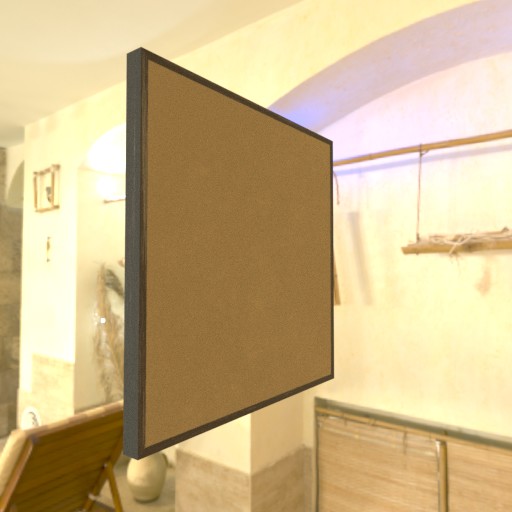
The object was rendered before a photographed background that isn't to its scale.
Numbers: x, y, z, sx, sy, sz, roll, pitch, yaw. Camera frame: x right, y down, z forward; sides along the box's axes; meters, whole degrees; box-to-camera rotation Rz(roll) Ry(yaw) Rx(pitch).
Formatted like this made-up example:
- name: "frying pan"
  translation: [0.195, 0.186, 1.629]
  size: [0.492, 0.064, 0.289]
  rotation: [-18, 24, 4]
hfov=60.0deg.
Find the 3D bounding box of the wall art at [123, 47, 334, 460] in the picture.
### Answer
- name: "wall art"
  translation: [0.000, 0.000, 1.128]
  size: [0.043, 0.758, 0.762]
  rotation: [-1, -2, 37]
